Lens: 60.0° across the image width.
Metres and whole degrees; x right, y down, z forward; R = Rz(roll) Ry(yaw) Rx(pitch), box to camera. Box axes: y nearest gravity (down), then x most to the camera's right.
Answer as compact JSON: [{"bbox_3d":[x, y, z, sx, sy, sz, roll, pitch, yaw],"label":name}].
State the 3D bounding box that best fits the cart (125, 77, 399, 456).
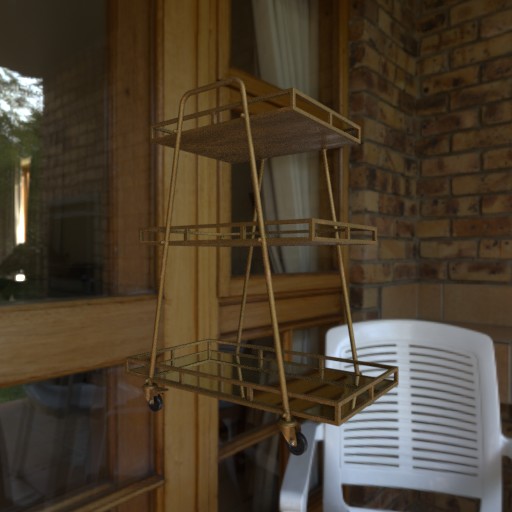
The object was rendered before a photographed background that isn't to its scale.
[{"bbox_3d":[0.000,0.000,1.298,0.711,0.883,0.441,0,0,36],"label":"cart"}]
